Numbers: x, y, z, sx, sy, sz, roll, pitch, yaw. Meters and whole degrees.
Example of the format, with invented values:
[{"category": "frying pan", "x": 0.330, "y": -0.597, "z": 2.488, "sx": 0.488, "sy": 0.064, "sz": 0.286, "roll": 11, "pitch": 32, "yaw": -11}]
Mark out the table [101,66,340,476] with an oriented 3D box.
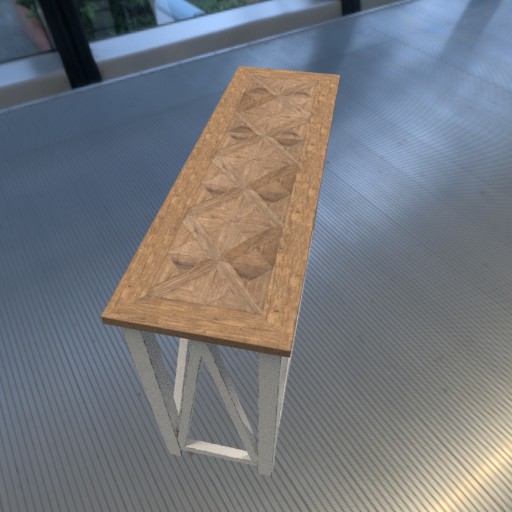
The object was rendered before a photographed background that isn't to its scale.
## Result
[{"category": "table", "x": 0.000, "y": 0.000, "z": 1.814, "sx": 0.450, "sy": 0.930, "sz": 1.400, "roll": 9, "pitch": 47, "yaw": 8}]
